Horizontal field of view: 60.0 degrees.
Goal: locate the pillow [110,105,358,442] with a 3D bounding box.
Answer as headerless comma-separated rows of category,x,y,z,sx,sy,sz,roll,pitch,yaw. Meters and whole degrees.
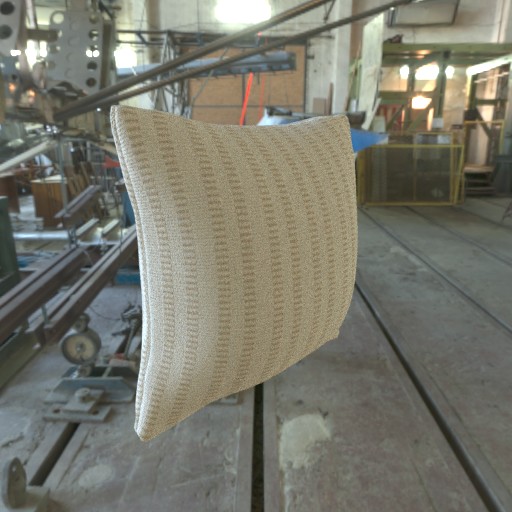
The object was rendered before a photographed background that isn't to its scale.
pillow,0.000,0.000,0.669,0.438,0.419,0.247,-15,22,-43
